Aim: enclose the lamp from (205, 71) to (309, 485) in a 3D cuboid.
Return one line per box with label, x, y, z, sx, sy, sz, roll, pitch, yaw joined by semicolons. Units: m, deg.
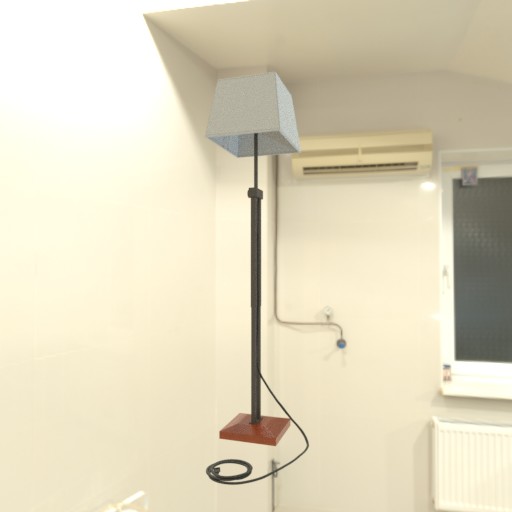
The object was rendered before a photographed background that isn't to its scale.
lamp;0.000;0.000;2.007;0.472;1.712;0.745;0;-1;19
